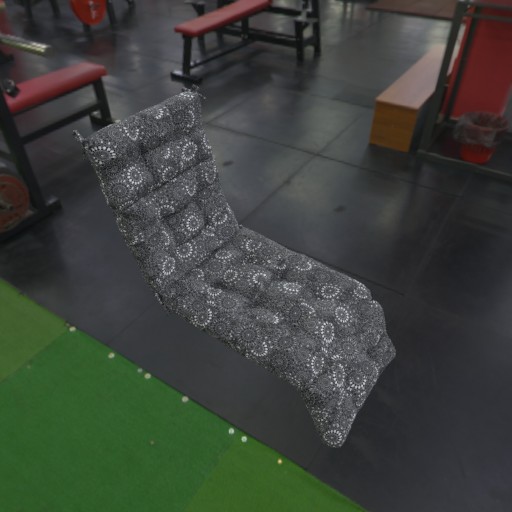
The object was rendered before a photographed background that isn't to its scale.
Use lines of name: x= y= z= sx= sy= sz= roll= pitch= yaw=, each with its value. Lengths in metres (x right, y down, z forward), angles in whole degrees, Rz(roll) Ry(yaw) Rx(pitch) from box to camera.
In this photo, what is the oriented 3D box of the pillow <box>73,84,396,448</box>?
pillow: x=0.000 y=0.000 z=1.532 sx=1.016 sy=0.863 sz=0.526 roll=26 pitch=47 yaw=26
